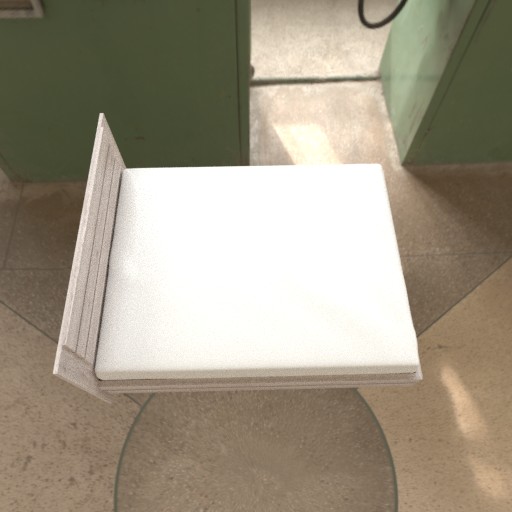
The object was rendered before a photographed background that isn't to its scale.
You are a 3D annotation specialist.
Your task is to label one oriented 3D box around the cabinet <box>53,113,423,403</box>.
[{"bbox_3d":[0.000,0.000,3.045,2.080,0.970,1.750,-1,63,-1],"label":"cabinet"}]
